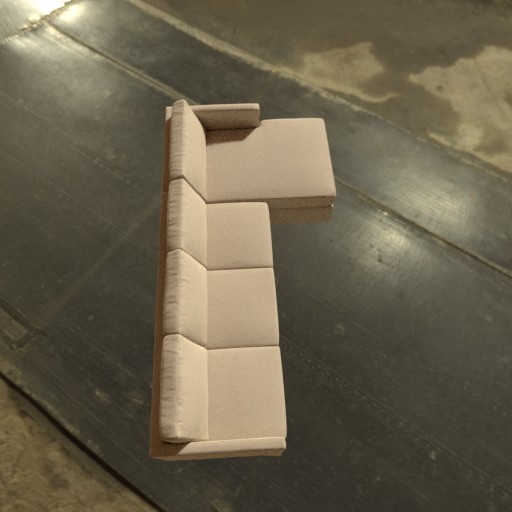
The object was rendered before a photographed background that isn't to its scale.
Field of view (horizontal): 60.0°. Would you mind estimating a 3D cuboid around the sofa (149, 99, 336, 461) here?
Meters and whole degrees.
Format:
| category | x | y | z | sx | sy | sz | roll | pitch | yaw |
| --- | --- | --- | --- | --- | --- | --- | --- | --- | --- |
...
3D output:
| category | x | y | z | sx | sy | sz | roll | pitch | yaw |
| --- | --- | --- | --- | --- | --- | --- | --- | --- | --- |
| sofa | 0.000 | 0.000 | 3.916 | 1.622 | 0.871 | 3.206 | -3 | 63 | -1 |
